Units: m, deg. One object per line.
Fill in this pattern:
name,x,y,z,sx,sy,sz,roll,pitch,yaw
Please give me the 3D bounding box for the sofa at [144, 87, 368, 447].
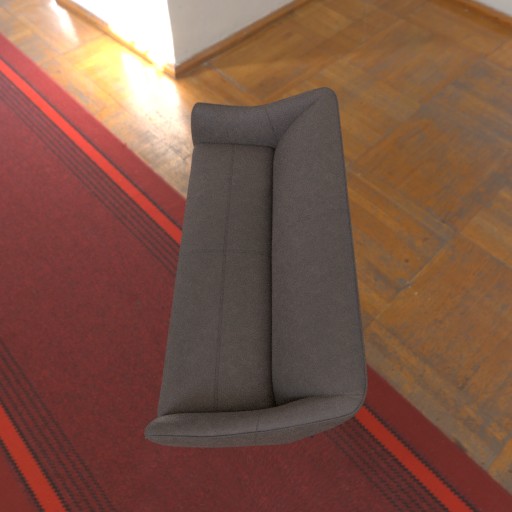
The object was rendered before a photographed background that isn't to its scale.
sofa,0.000,0.000,2.368,0.869,0.831,1.928,1,59,1
